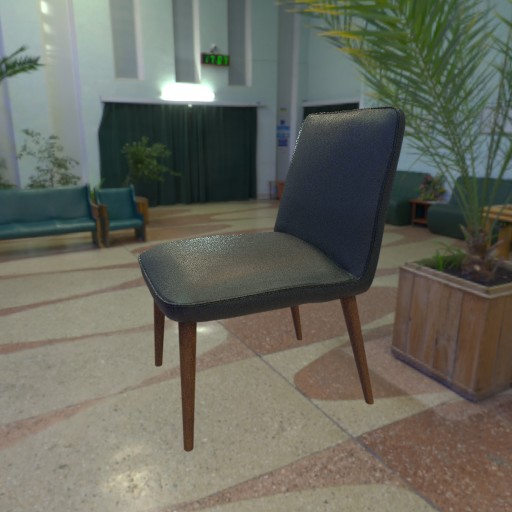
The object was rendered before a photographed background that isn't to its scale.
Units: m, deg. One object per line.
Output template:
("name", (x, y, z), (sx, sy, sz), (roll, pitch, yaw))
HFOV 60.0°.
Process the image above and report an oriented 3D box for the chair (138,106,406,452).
("chair", (0.000, 0.000, 1.261), (0.645, 0.801, 0.543), (-7, 16, -25))
